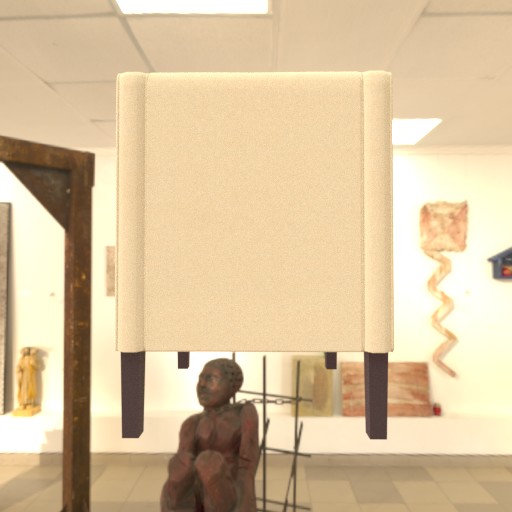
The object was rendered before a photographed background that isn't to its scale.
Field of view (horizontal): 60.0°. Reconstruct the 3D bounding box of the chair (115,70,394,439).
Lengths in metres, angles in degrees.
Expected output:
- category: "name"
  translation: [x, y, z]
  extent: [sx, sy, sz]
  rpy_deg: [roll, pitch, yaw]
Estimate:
- category: "chair"
  translation: [0.000, 0.000, 1.447]
  extent: [0.689, 0.886, 0.806]
  rpy_deg: [0, -1, 1]
